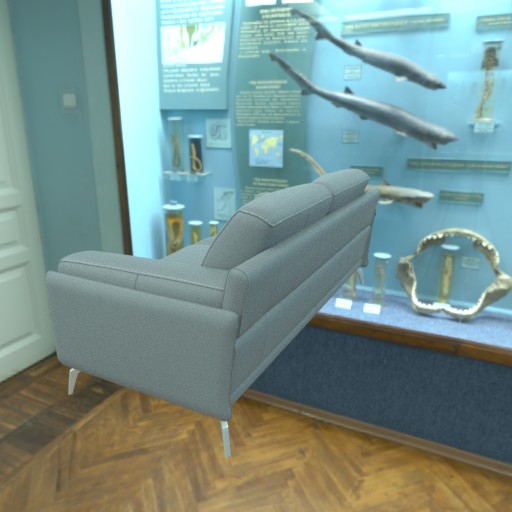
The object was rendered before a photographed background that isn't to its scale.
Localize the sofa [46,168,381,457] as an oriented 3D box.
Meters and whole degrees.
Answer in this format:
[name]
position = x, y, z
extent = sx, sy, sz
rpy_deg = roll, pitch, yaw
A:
[sofa]
position = 0.000, 0.000, 2.558
extent = 0.969, 0.900, 2.100
rpy_deg = 9, 19, 26
